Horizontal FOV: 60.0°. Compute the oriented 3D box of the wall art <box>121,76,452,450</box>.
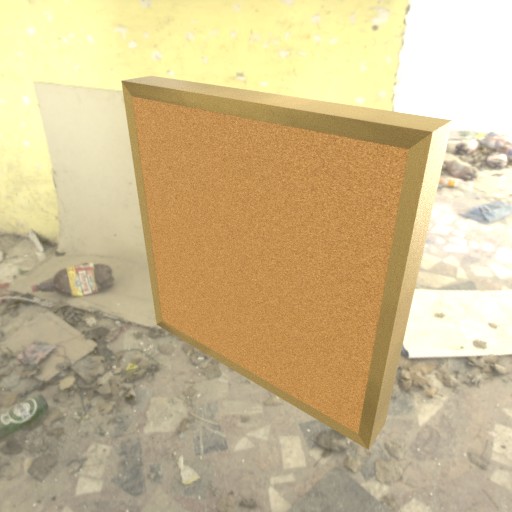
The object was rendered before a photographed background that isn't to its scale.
[{"bbox_3d":[0.000,0.000,0.442,0.304,0.305,0.038,22,37,32],"label":"wall art"}]
